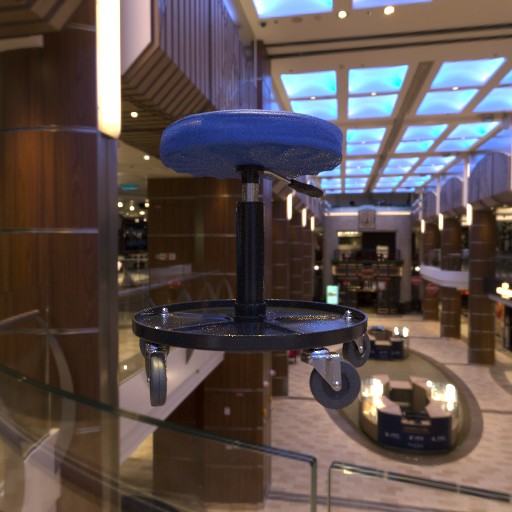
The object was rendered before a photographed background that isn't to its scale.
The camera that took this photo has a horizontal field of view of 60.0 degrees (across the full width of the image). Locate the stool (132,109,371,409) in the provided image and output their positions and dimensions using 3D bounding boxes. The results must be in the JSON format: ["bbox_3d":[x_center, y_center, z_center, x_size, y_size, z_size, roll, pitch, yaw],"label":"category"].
[{"bbox_3d":[0.000,0.000,0.676,0.382,0.365,0.381,-1,2,-35],"label":"stool"}]
